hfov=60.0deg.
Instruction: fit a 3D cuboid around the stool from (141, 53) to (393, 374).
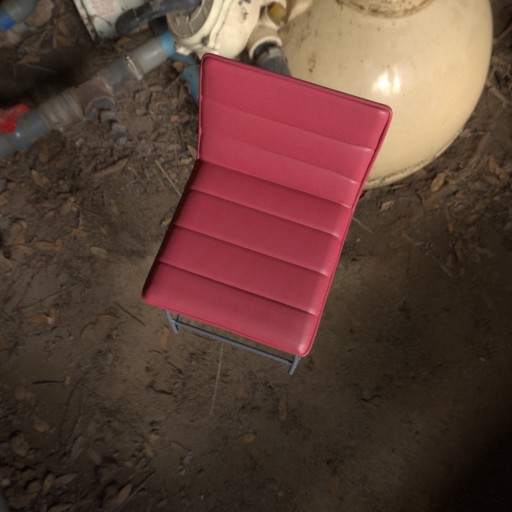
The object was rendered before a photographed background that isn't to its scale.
[{"bbox_3d":[0.000,0.000,1.230,0.489,0.937,0.524,18,76,5],"label":"stool"}]
